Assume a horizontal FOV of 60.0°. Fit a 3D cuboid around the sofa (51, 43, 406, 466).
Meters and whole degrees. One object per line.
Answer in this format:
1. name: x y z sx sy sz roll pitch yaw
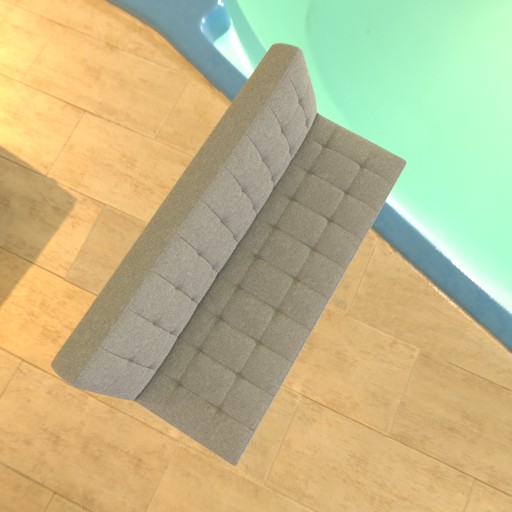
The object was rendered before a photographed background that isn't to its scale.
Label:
1. sofa: 0.000 0.000 2.222 0.860 0.810 1.800 30 78 7
